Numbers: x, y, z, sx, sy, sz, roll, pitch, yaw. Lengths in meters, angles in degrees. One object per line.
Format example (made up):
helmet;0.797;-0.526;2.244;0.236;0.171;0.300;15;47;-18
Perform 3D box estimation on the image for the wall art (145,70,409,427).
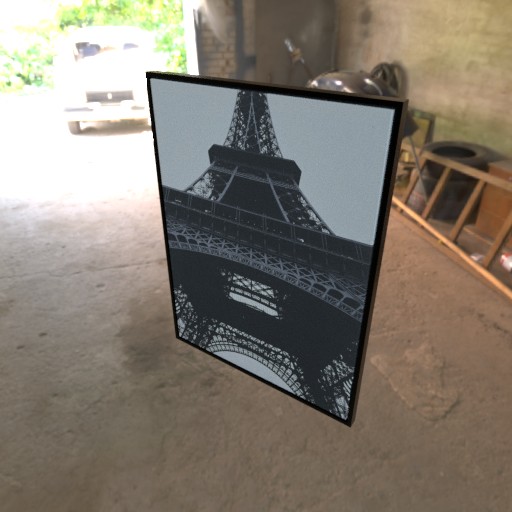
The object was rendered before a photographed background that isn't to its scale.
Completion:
wall art;0.000;0.000;1.443;0.805;1.062;0.040;19;35;29
